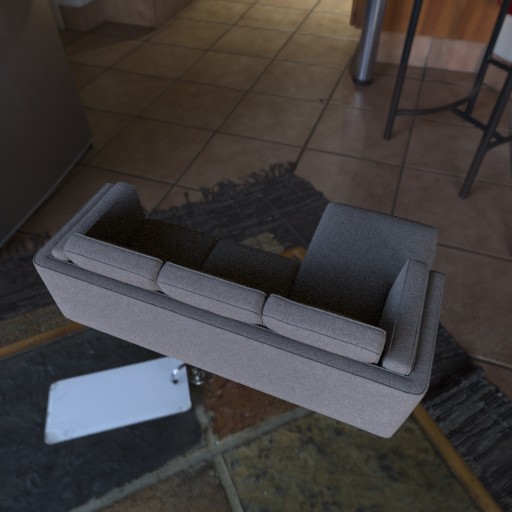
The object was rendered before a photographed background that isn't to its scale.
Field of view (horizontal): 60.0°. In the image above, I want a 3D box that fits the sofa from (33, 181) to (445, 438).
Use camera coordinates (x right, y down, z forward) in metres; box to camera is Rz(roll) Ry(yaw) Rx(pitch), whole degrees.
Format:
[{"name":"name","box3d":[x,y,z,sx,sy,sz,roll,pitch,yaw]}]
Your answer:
[{"name":"sofa","box3d":[0.000,0.000,3.123,2.411,0.929,1.604,16,50,14]}]
